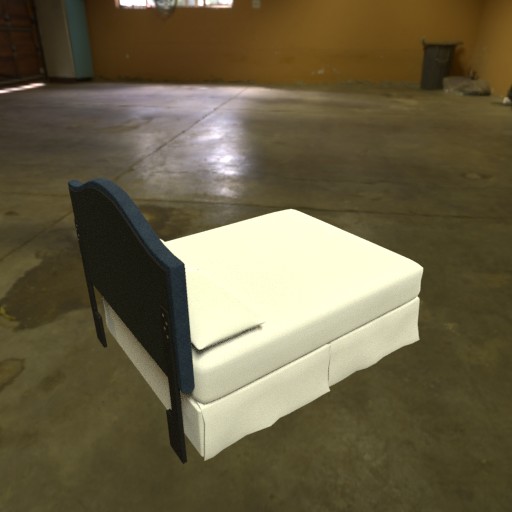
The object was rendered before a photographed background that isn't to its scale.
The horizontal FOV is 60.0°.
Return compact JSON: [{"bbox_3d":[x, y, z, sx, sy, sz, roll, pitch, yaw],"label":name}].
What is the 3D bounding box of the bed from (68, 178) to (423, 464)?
[{"bbox_3d":[0.000,0.000,3.374,2.153,1.518,1.713,-18,32,-32],"label":"bed"}]
